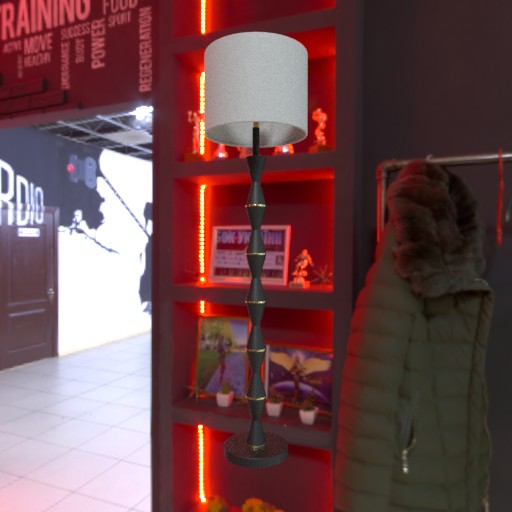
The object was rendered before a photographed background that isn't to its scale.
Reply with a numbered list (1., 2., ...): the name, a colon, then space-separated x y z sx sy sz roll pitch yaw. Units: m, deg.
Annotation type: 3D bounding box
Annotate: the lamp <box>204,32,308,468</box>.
1. lamp: 0.000 0.000 1.658 0.381 1.480 0.381 -1 1 -35
